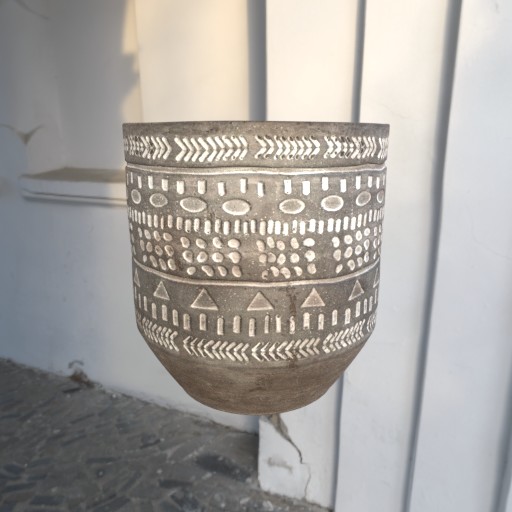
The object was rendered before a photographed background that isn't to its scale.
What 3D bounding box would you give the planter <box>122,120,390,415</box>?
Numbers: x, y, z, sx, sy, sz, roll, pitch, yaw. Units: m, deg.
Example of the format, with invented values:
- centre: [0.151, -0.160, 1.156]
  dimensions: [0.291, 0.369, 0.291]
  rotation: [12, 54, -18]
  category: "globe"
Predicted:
- centre: [0.000, 0.000, 0.224]
  dimensions: [0.122, 0.128, 0.122]
  rotation: [0, 15, 0]
  category: "planter"
